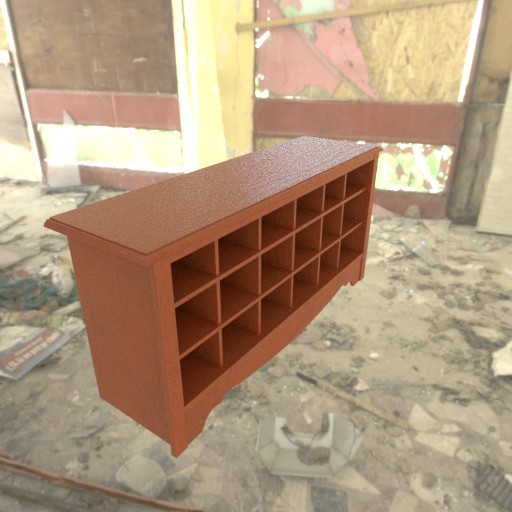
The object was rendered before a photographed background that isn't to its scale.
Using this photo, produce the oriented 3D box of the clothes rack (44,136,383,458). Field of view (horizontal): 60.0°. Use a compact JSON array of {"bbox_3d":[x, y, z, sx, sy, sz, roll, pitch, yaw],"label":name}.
[{"bbox_3d":[0.000,0.000,1.554,0.362,0.594,1.251,18,31,32],"label":"clothes rack"}]
